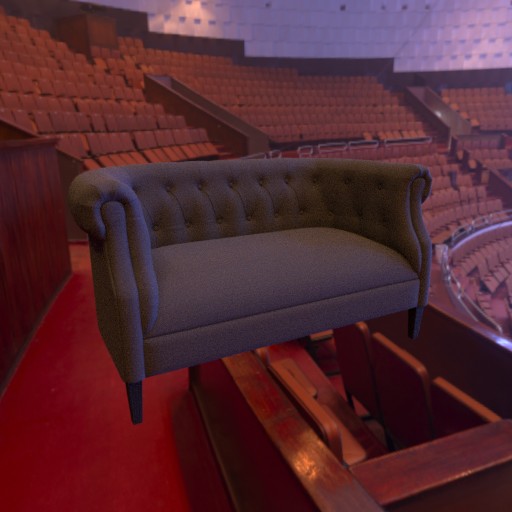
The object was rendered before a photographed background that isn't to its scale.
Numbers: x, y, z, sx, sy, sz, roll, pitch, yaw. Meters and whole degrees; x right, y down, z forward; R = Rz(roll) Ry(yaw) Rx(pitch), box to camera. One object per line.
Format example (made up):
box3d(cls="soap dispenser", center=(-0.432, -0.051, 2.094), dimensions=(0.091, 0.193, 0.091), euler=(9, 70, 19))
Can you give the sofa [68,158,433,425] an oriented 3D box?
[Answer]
box3d(cls="sofa", center=(0.000, 0.000, 2.043), dimensions=(1.558, 0.827, 0.835), euler=(-9, 18, -27))
